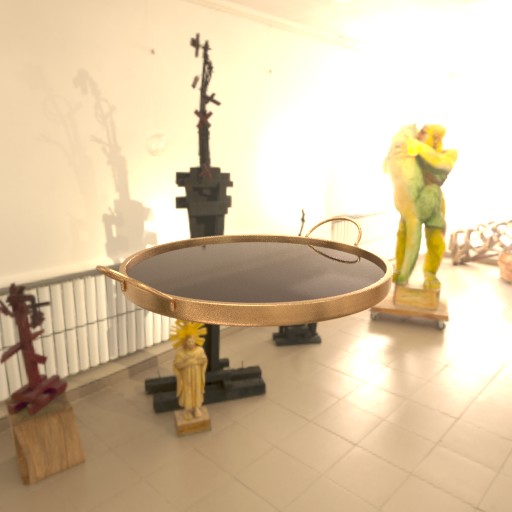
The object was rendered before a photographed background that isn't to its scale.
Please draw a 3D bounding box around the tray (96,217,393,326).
[{"bbox_3d":[0.000,0.000,0.739,0.438,0.069,0.543,13,19,42],"label":"tray"}]
